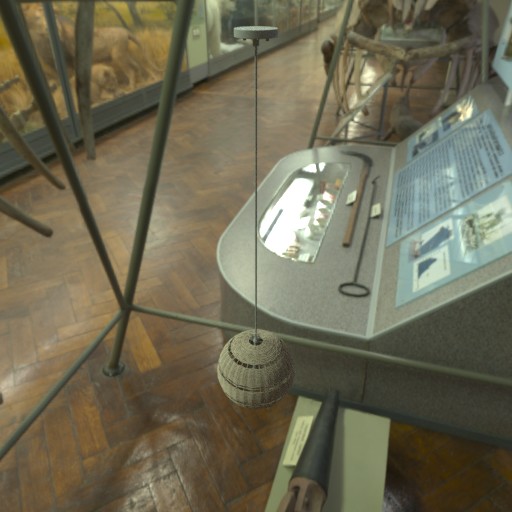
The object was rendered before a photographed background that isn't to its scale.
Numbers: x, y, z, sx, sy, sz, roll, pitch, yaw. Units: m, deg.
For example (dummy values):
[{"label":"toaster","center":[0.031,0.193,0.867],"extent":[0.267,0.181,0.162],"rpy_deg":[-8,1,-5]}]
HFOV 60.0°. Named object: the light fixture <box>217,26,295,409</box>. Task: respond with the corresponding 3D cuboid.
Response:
[{"label":"light fixture","center":[0.000,0.000,2.202],"extent":[0.457,2.019,0.457],"rpy_deg":[9,33,15]}]
